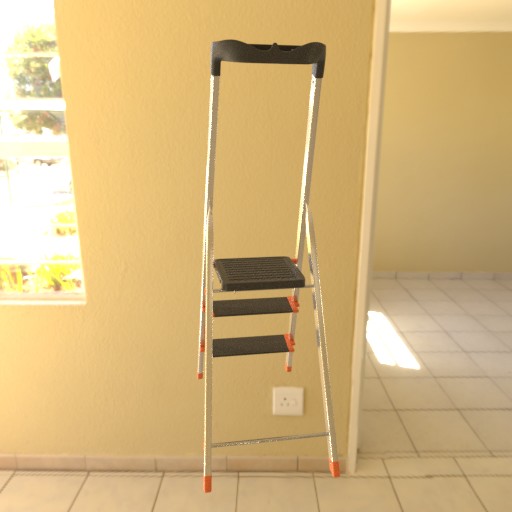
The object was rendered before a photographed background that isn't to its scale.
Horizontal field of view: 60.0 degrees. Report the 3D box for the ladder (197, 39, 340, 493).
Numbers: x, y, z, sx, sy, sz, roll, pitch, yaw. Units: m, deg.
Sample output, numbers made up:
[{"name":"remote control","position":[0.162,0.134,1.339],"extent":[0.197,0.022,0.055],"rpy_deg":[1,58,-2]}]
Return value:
[{"name":"ladder","position":[0.000,0.000,1.489],"extent":[0.416,1.229,0.686],"rpy_deg":[-2,15,-9]}]
